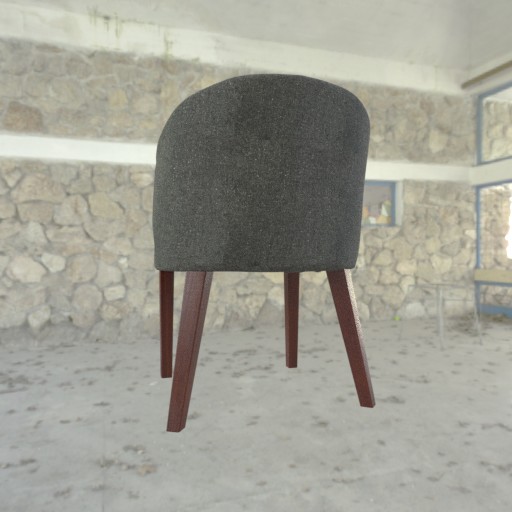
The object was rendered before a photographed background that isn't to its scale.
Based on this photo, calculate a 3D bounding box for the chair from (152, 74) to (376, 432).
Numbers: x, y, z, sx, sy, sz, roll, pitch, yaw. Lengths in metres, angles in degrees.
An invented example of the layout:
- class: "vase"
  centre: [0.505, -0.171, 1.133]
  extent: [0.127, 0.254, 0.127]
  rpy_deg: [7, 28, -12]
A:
- class: "chair"
  centre: [0.000, 0.000, 1.283]
  extent: [0.583, 0.811, 0.655]
  rpy_deg: [0, 0, -18]
